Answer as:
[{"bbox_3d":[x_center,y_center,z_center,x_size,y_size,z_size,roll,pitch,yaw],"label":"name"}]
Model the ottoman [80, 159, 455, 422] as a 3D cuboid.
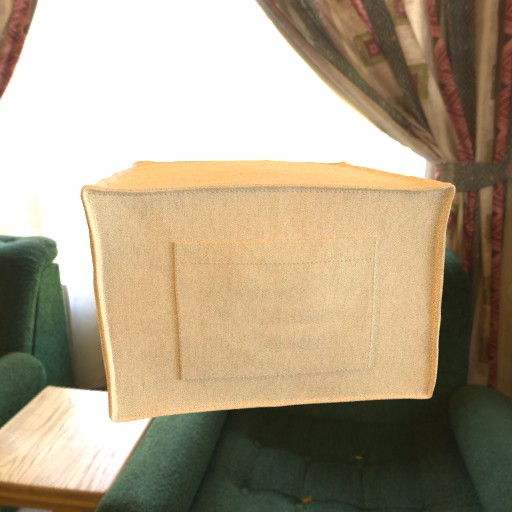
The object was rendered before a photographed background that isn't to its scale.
[{"bbox_3d":[0.000,0.000,1.143,0.707,0.470,0.696,-2,15,-8],"label":"ottoman"}]
